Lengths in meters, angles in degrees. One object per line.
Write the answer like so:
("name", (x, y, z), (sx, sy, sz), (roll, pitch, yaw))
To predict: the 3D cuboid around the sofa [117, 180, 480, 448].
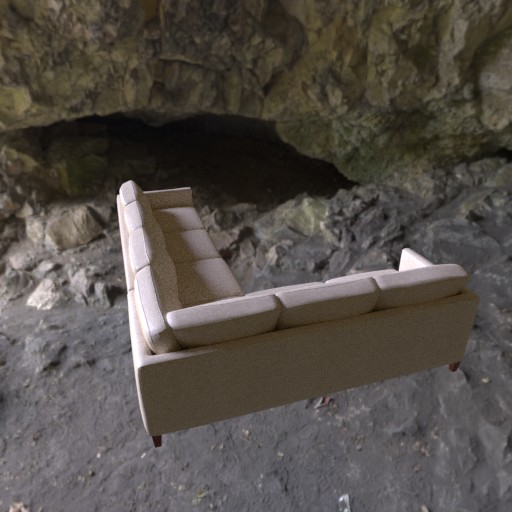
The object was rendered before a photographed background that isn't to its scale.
("sofa", (0.000, 0.000, 4.495), (2.593, 0.947, 3.302), (-8, 29, -16))
